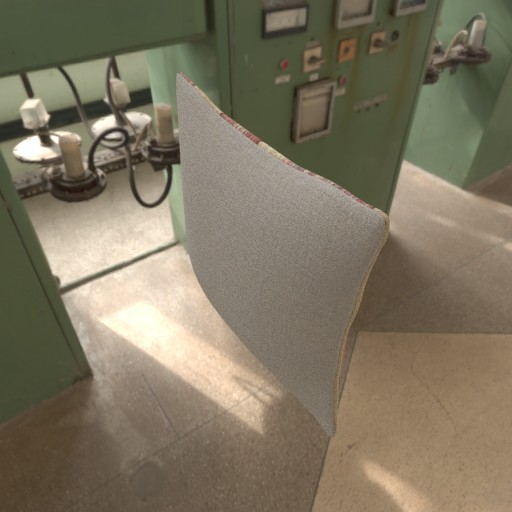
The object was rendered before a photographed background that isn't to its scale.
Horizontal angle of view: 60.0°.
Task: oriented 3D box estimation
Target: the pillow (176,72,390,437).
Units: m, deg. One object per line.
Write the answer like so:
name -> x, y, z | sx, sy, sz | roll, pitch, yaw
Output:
pillow -> 0.000, 0.000, 0.665 | 0.136, 0.419, 0.437 | -24, 47, -24
